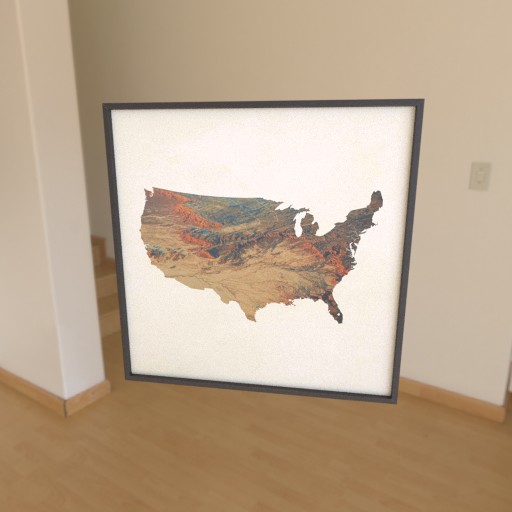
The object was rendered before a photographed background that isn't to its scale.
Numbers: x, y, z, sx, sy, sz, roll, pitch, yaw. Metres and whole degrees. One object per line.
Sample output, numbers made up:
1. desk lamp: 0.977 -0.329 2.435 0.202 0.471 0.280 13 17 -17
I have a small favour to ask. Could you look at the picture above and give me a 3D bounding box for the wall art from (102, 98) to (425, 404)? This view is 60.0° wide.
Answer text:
1. wall art: 0.000 0.000 0.770 0.507 0.507 0.038 2 15 9
